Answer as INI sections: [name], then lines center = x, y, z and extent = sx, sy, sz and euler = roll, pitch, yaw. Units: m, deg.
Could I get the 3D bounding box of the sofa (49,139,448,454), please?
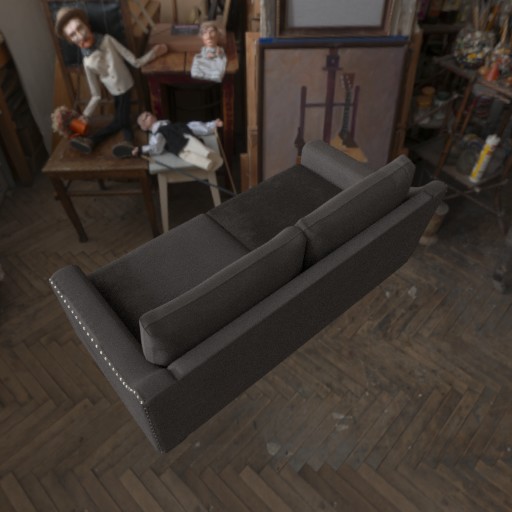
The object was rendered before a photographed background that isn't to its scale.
[sofa]
center = 0.000, 0.000, 3.270
extent = 2.550, 1.196, 1.336
euler = -32, 55, -26
